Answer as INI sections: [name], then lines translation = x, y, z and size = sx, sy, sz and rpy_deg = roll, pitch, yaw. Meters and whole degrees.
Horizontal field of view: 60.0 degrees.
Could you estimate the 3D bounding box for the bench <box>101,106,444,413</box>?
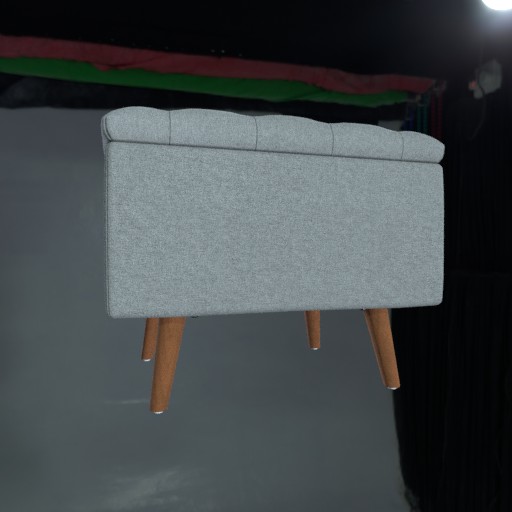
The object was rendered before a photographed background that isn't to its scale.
[bench]
translation = 0.000, 0.000, 0.884
size = 0.572, 0.469, 0.417
rpy_deg = 0, 1, -17
